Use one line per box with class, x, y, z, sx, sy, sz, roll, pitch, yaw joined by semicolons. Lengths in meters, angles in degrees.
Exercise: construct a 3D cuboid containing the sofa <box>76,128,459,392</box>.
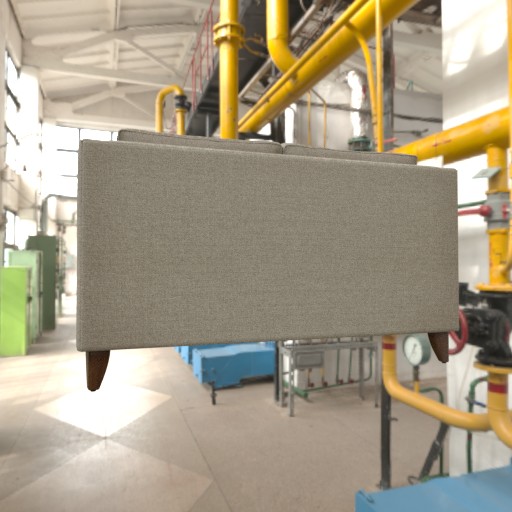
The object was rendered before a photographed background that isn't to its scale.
sofa;0.000;0.000;1.970;1.422;0.863;0.915;0;-1;-18
